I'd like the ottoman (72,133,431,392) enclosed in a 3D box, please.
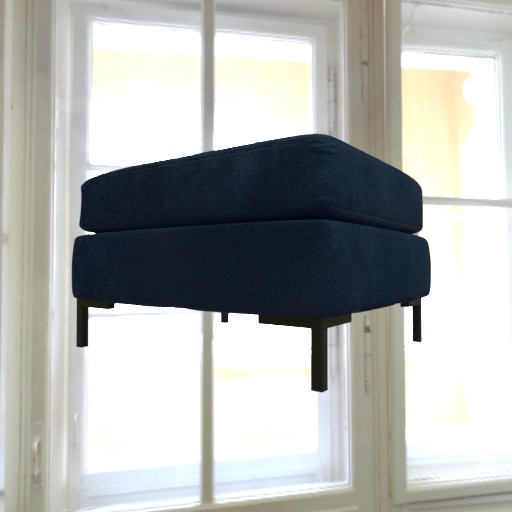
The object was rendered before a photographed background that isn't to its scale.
[{"bbox_3d":[0.000,0.000,1.224,0.794,0.485,0.655,-1,-1,36],"label":"ottoman"}]
